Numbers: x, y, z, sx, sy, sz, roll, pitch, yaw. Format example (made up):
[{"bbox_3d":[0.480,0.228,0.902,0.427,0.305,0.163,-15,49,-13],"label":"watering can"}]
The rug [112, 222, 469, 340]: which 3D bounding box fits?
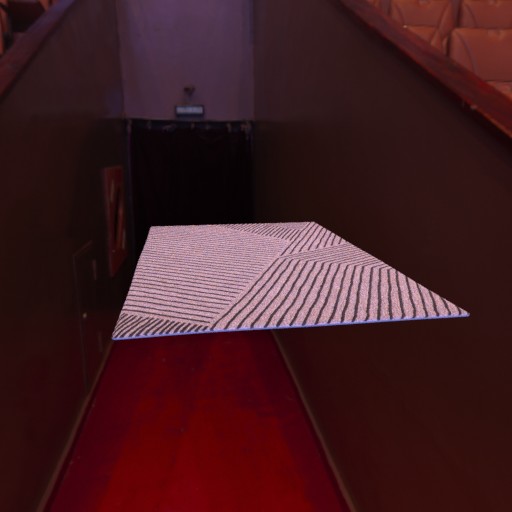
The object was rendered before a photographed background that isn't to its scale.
[{"bbox_3d":[0.000,0.000,2.992,1.539,0.023,2.406,-2,14,-9],"label":"rug"}]
